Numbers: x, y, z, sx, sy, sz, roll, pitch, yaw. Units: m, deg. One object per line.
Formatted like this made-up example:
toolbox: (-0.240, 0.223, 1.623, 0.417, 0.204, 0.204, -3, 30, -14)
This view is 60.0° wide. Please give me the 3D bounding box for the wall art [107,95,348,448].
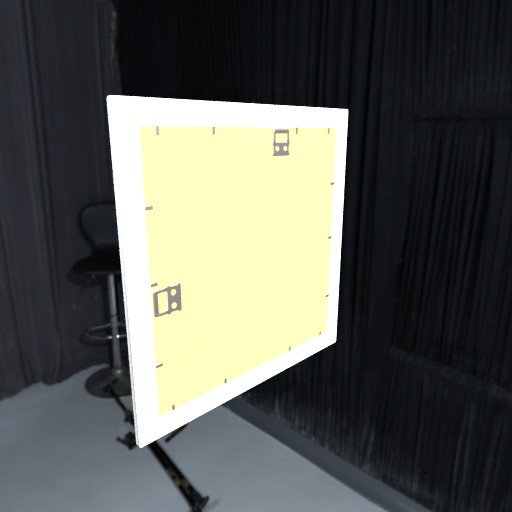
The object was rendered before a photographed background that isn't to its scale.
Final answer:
wall art: (0.000, 0.000, 0.901, 0.584, 0.584, 0.013, -15, 22, -43)
